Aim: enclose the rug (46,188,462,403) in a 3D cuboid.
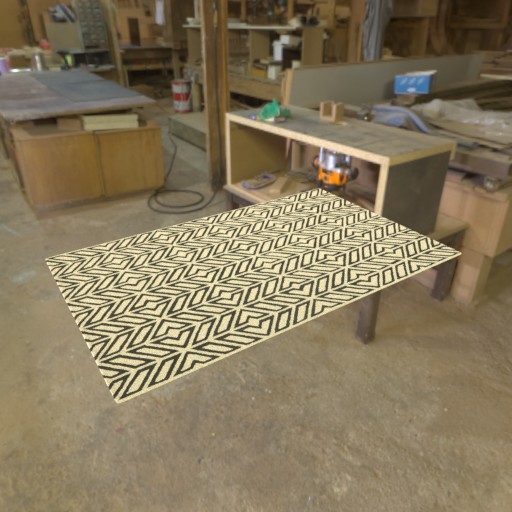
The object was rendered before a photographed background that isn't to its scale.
[{"bbox_3d":[0.000,0.000,3.047,2.438,0.008,1.523,-18,34,-29],"label":"rug"}]
